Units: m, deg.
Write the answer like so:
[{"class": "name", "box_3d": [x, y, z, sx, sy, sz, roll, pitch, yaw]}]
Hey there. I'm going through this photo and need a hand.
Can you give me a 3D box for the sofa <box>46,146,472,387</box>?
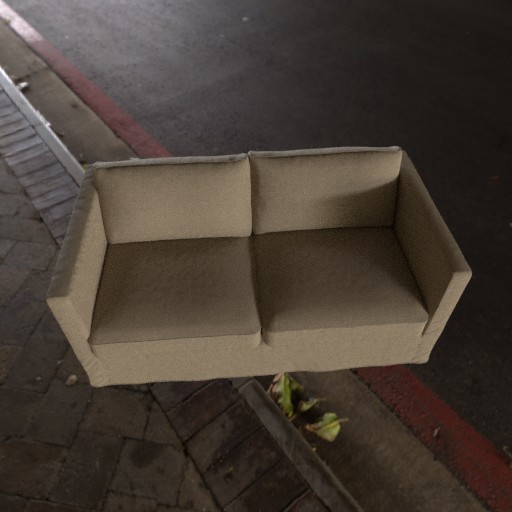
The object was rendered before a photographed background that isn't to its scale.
[{"class": "sofa", "box_3d": [0.000, 0.000, 2.290, 1.766, 0.828, 0.956, -3, 47, -3]}]
